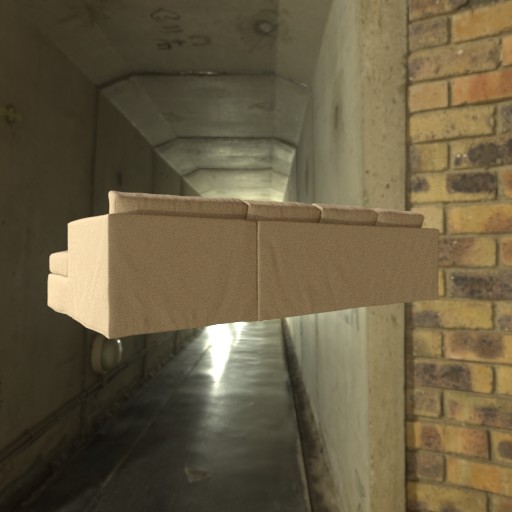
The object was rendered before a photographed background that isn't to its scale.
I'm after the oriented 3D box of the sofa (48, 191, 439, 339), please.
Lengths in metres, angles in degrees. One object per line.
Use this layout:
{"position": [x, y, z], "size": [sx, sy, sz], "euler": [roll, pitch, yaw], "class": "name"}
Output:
{"position": [0.000, 0.000, 3.980], "size": [3.206, 0.871, 1.622], "euler": [-1, 1, -36], "class": "sofa"}
